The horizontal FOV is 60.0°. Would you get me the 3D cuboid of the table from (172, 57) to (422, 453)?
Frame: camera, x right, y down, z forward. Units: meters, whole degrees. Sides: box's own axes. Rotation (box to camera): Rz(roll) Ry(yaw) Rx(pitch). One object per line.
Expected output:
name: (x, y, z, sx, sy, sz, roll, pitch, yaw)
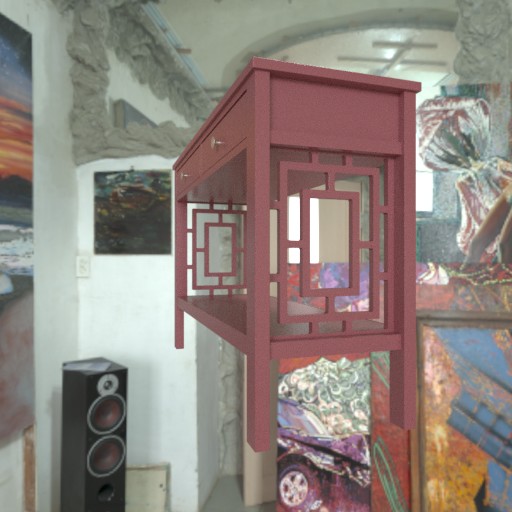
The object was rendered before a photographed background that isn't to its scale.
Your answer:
table: (0.000, 0.000, 1.402, 0.397, 0.753, 1.068, 0, 0, -19)
